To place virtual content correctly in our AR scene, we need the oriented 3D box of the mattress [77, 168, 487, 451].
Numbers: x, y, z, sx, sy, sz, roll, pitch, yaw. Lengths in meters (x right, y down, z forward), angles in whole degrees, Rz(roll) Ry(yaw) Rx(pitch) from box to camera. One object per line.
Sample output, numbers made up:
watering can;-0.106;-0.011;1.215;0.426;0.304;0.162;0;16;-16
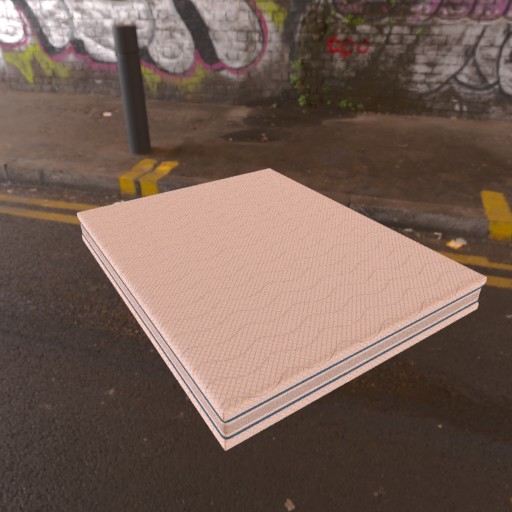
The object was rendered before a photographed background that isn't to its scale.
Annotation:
mattress;0.000;0.000;2.720;1.600;0.230;2.000;-19;36;-28
